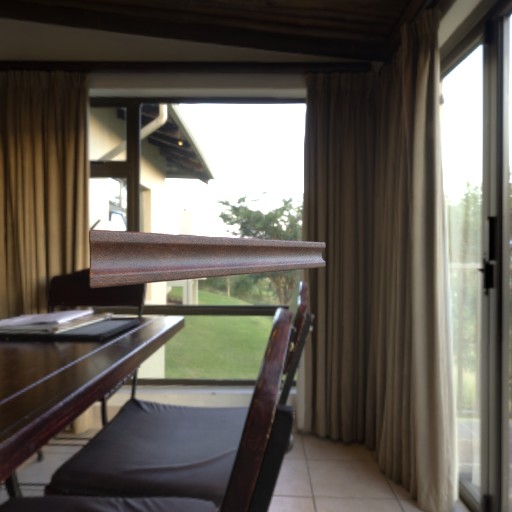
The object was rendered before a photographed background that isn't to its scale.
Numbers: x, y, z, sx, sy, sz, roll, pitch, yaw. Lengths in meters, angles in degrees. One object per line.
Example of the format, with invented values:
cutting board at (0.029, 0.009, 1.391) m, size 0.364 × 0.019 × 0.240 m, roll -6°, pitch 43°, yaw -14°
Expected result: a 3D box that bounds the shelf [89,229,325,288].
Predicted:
shelf at (0.000, 0.000, 0.446) m, size 0.296 × 0.035 × 0.296 m, roll 0°, pitch 1°, yaw -17°
